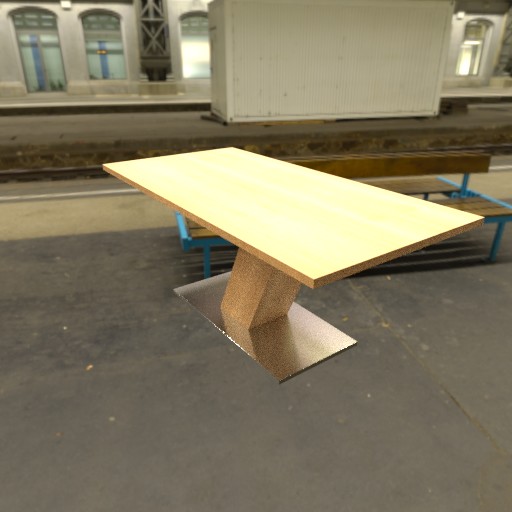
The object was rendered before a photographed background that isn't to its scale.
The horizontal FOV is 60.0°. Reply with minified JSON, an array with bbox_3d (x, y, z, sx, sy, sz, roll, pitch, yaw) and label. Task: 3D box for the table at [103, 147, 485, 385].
[{"bbox_3d":[0.000,0.000,2.307,0.900,0.750,1.800,-17,29,-32],"label":"table"}]
